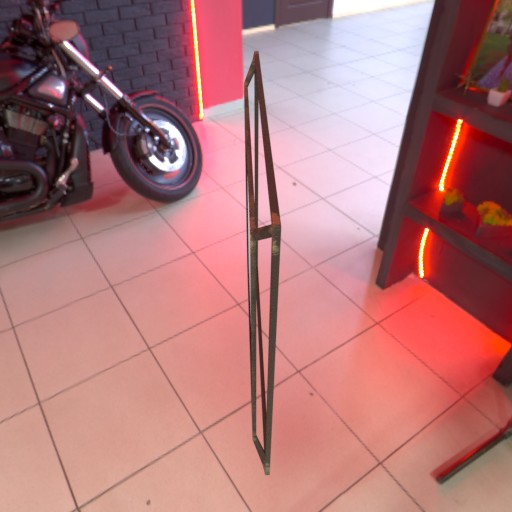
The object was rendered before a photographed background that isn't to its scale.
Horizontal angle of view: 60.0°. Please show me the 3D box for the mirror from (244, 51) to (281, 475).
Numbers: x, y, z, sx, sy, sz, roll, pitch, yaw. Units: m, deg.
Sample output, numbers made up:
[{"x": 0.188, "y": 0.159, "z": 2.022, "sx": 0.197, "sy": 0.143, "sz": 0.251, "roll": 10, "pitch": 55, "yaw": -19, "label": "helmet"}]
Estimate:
[{"x": 0.000, "y": 0.000, "z": 0.900, "sx": 0.032, "sy": 0.610, "sz": 0.610, "roll": -1, "pitch": 41, "yaw": -2, "label": "mirror"}]
